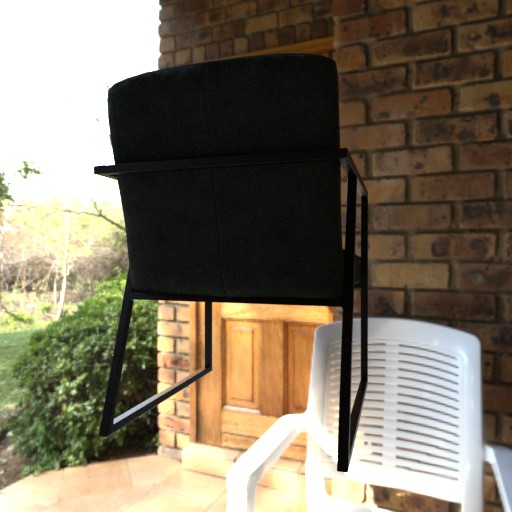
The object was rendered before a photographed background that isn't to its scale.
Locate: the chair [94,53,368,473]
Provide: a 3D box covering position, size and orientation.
[{"bbox_3d":[0.000,0.000,1.233,0.571,0.833,0.677,0,0,18],"label":"chair"}]
